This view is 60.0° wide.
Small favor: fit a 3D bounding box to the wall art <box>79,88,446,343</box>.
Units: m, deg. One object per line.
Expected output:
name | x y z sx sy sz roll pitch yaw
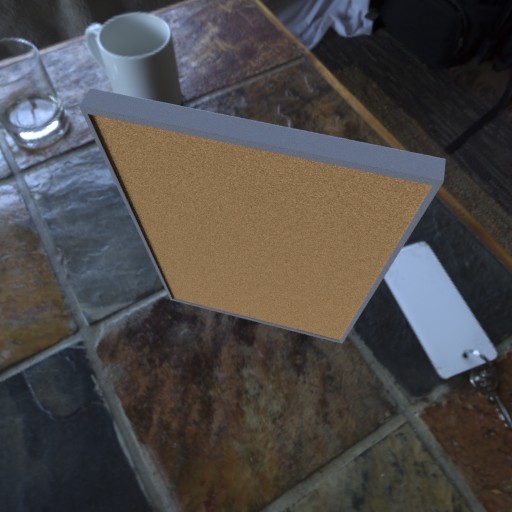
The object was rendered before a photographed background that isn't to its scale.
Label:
wall art | 0.000 0.000 0.944 0.511 0.753 0.039 13 64 7
